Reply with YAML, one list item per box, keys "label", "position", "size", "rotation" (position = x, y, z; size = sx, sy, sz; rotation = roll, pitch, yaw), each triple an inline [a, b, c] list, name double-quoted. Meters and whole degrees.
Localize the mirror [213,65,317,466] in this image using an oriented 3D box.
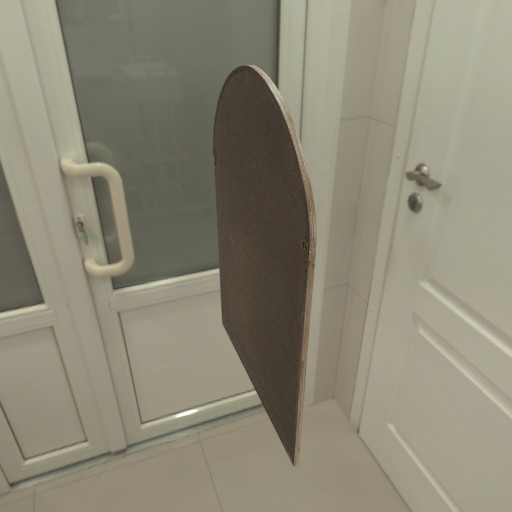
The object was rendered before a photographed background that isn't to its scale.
- label: "mirror"
  position: [0.000, 0.000, 1.150]
  size: [0.032, 0.915, 0.609]
  rotation: [-11, 33, -18]
